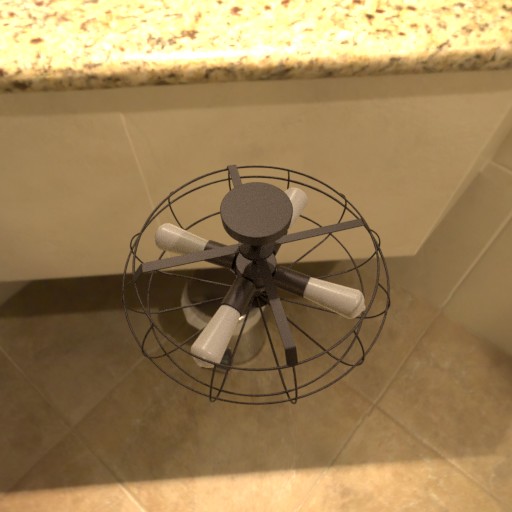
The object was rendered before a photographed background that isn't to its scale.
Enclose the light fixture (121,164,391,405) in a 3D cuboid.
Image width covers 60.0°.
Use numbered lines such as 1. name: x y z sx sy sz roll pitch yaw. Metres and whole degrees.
1. light fixture: 0.000 0.000 0.929 0.582 0.311 0.582 0 57 0
